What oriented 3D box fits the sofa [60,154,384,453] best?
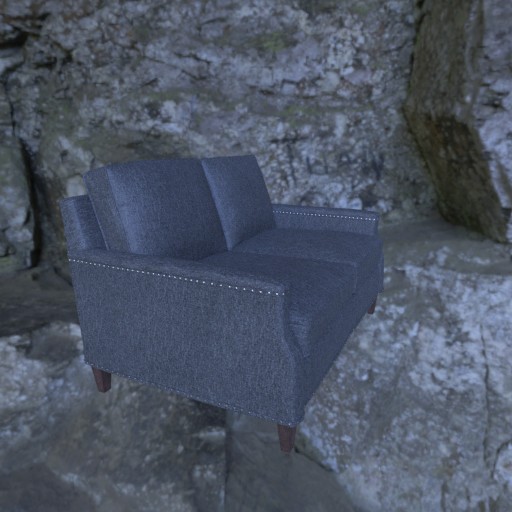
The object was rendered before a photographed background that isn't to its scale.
[{"bbox_3d":[0.000,0.000,2.315,1.084,1.003,1.597,7,17,25],"label":"sofa"}]
